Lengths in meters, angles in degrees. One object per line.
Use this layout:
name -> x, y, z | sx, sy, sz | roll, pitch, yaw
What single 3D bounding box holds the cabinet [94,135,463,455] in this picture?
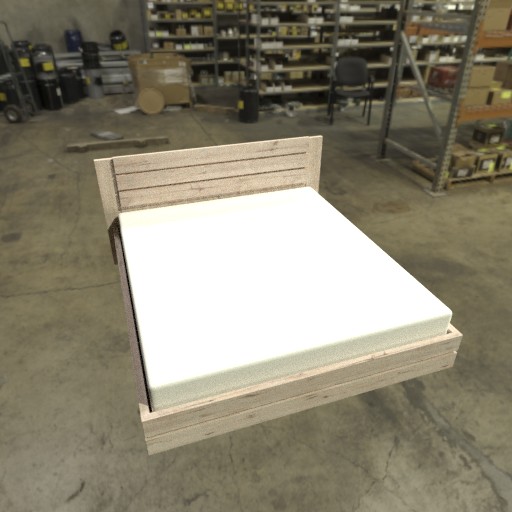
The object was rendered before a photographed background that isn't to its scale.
cabinet -> 0.000, 0.000, 3.123 | 1.950, 0.970, 2.080 | -10, 33, -16
